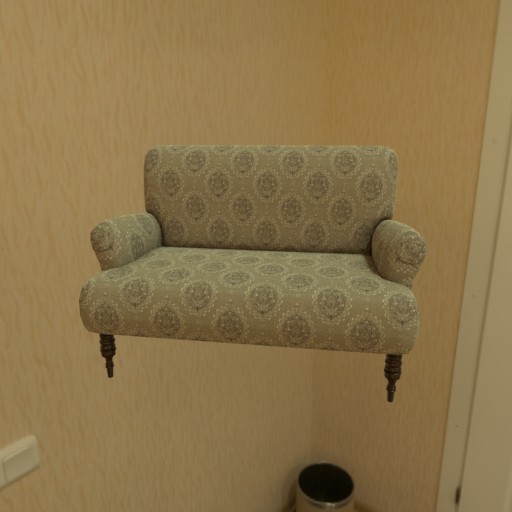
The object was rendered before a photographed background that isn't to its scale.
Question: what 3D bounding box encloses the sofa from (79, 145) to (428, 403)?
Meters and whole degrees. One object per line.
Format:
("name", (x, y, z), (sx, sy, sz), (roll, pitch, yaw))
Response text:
("sofa", (0.000, 0.000, 1.861), (1.297, 0.889, 0.779), (2, 15, 9))
